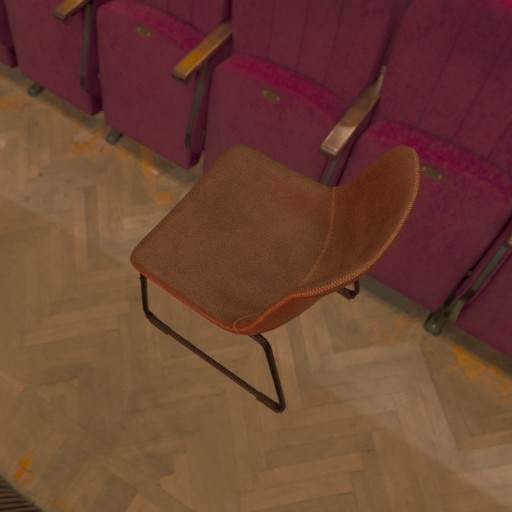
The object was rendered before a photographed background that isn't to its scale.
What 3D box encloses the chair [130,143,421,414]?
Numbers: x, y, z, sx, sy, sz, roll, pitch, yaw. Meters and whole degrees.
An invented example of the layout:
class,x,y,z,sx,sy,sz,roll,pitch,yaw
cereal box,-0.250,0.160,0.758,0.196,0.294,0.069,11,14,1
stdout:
class,x,y,z,sx,sy,sz,roll,pitch,yaw
chair,0.000,0.000,1.109,0.551,0.780,0.460,32,67,15
